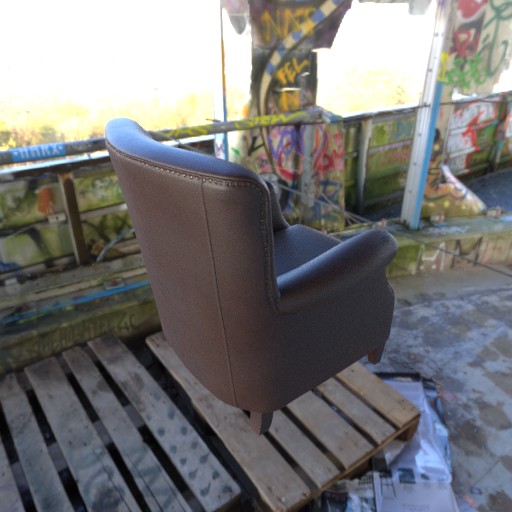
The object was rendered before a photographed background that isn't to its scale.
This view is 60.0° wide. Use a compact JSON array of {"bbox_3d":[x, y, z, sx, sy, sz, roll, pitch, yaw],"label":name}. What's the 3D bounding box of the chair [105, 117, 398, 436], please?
[{"bbox_3d":[0.000,0.000,1.340,0.746,0.800,0.700,-19,33,-31],"label":"chair"}]
